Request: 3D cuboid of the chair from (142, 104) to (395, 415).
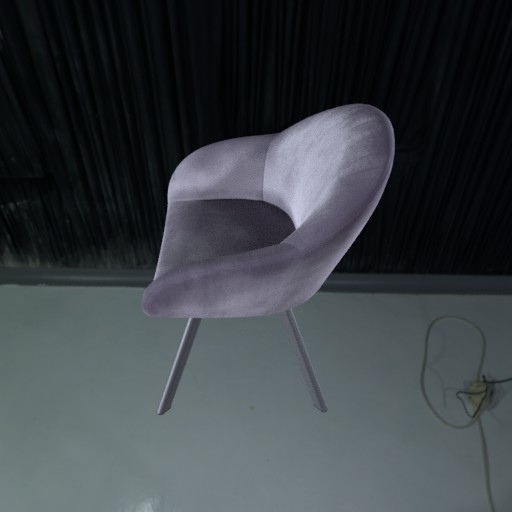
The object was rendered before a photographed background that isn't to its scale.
[{"bbox_3d":[0.000,0.000,1.216,0.590,0.795,0.550,-1,41,-1],"label":"chair"}]
